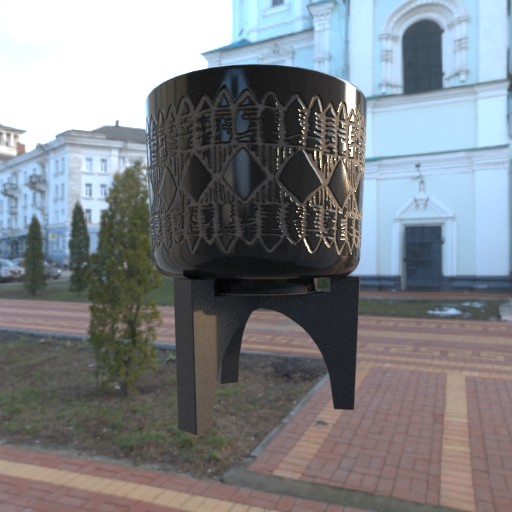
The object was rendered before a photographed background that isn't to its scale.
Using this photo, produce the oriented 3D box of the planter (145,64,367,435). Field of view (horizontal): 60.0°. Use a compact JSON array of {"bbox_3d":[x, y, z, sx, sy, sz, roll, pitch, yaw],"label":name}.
[{"bbox_3d":[0.000,0.000,0.400,0.196,0.264,0.196,0,-1,37],"label":"planter"}]
